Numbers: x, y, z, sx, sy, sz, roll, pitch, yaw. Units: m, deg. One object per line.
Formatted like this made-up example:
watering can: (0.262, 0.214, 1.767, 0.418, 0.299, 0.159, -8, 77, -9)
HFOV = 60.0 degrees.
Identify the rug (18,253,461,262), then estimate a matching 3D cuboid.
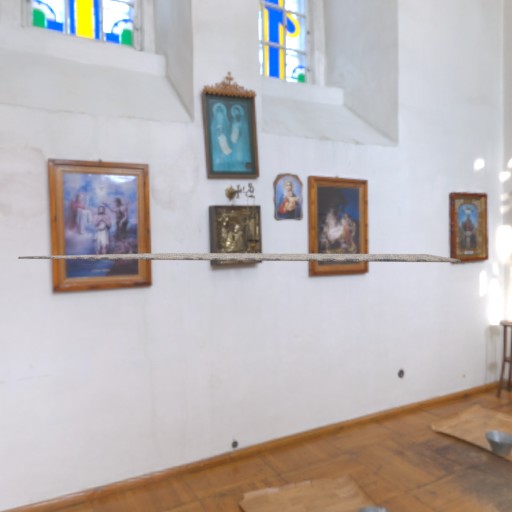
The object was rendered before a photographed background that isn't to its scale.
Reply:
rug: (0.000, 0.000, 2.938, 2.261, 0.013, 1.676, 0, 1, 16)
